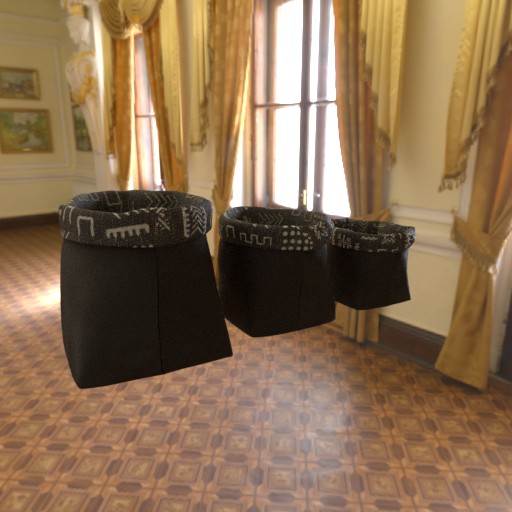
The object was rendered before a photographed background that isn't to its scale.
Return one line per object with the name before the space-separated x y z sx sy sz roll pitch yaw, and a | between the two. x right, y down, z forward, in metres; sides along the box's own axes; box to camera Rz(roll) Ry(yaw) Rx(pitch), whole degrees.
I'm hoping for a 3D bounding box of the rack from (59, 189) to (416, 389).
rack | 0.000 0.000 1.093 0.905 0.323 0.379 -8 17 -26
